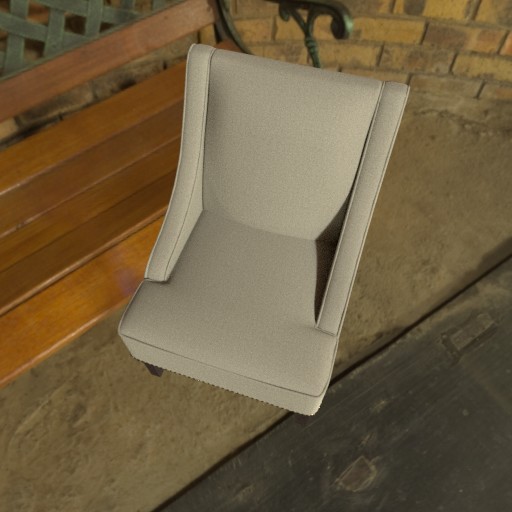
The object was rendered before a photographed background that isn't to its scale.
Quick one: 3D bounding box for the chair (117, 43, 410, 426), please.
[{"bbox_3d":[0.000,0.000,1.356,0.610,0.864,0.737,15,58,10],"label":"chair"}]
